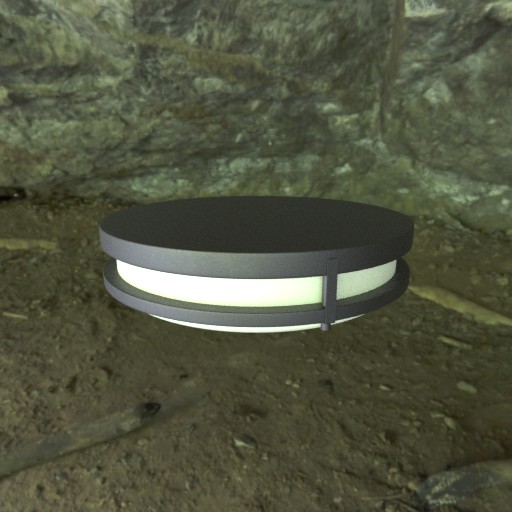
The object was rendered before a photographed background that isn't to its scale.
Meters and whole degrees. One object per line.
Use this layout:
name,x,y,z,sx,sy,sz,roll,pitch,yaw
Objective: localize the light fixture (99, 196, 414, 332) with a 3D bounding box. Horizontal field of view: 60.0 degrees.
light fixture,0.000,0.000,0.539,0.356,0.102,0.356,0,15,0
